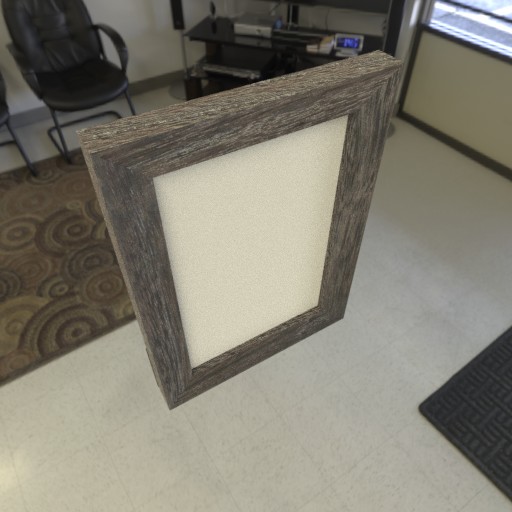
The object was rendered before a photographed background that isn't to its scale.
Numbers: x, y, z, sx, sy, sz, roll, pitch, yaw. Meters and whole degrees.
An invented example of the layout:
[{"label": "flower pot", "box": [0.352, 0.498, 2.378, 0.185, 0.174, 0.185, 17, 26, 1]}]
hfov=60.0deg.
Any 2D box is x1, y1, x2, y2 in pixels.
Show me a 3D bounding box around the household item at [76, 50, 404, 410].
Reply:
[{"label": "household item", "box": [0.000, 0.000, 0.232, 0.133, 0.180, 0.020, -23, 50, -21]}]
